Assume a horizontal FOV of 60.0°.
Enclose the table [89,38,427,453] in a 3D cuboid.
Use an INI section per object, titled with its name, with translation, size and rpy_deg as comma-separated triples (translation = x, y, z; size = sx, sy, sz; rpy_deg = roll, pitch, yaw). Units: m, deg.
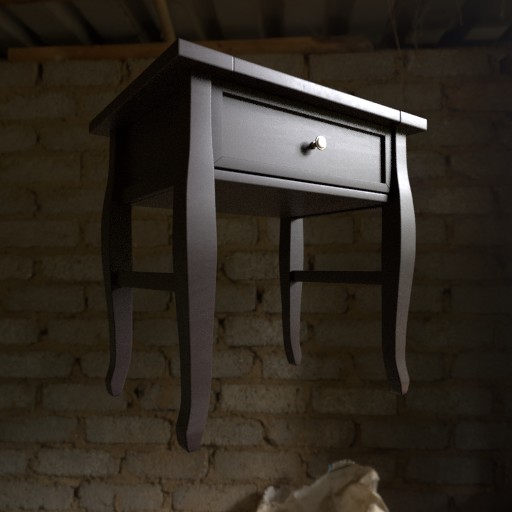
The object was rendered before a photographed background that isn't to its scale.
[table]
translation = 0.000, 0.000, 0.984
size = 0.602, 0.605, 0.460
rpy_deg = 1, -2, -36
